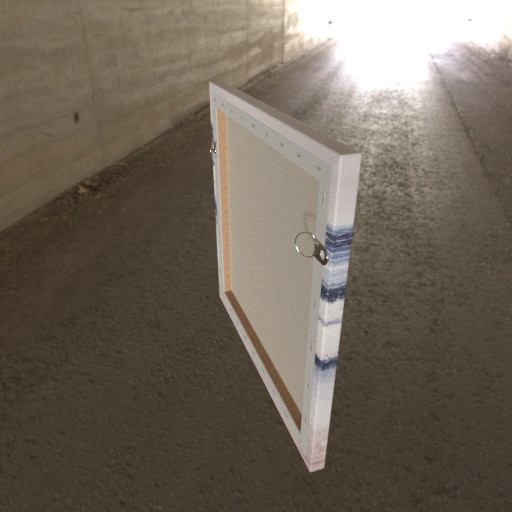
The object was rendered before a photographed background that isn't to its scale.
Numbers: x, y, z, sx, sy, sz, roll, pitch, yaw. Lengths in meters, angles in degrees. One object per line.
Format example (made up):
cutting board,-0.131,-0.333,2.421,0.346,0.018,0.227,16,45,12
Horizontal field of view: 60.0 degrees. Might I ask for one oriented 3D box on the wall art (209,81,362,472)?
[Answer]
wall art,0.000,0.000,1.145,0.065,0.747,0.755,-10,31,-17
